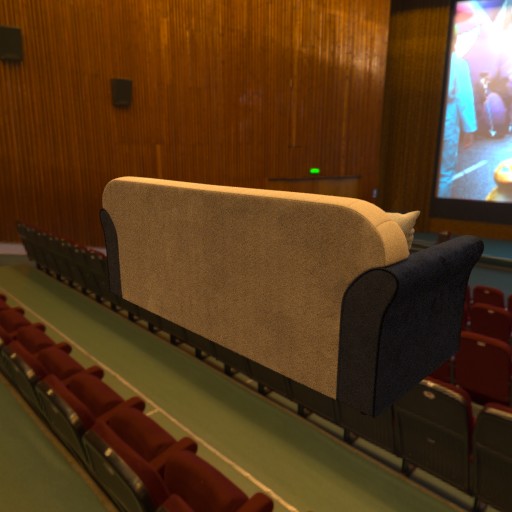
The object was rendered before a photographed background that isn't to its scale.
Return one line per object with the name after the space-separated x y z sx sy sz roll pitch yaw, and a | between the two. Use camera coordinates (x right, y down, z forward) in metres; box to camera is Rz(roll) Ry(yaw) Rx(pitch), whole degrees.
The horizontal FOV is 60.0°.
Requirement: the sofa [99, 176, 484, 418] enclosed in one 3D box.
0.000 0.000 2.354 0.749 0.789 2.006 -14 20 -43 | sofa
